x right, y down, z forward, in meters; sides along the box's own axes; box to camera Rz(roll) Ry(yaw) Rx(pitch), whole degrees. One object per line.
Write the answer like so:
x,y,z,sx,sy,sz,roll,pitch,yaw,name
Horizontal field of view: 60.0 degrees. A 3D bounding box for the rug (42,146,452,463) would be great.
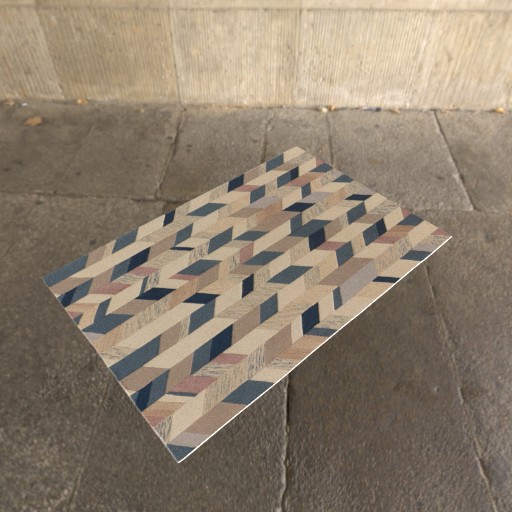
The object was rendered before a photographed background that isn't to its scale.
0.000,0.000,2.325,1.813,0.006,1.202,-32,54,-27,rug
